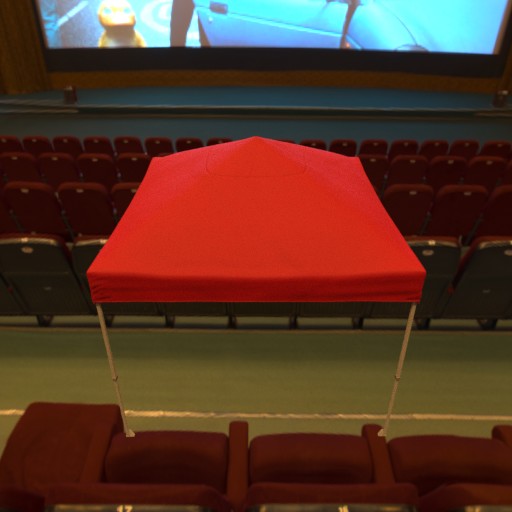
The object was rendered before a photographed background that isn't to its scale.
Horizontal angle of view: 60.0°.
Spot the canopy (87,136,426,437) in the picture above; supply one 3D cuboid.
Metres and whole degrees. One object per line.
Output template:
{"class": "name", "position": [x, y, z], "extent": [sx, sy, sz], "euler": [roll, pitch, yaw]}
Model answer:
{"class": "canopy", "position": [0.000, 0.000, 5.515], "extent": [2.996, 2.997, 2.998], "euler": [0, 32, 0]}
